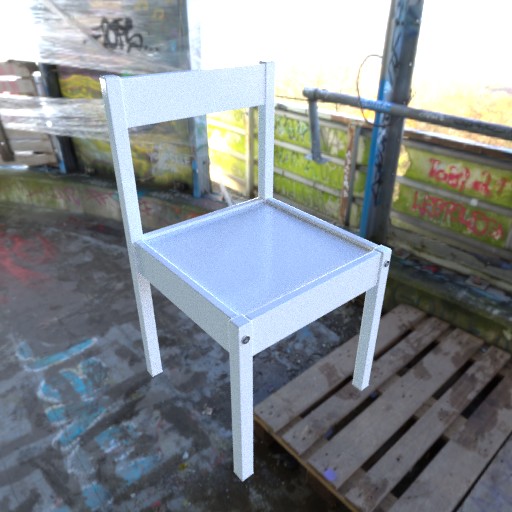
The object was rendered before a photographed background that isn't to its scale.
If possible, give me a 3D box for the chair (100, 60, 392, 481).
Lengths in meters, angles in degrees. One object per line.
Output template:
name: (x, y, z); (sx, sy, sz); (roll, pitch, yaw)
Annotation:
chair: (0.000, 0.000, 0.672); (0.285, 0.505, 0.285); (-22, 37, -34)
